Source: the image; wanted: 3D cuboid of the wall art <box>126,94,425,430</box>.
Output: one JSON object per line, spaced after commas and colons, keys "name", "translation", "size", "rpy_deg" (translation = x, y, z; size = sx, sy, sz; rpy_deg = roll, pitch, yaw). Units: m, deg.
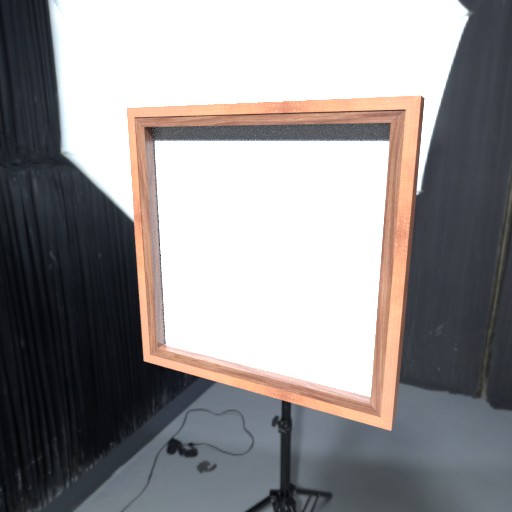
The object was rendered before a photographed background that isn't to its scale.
{"name": "wall art", "translation": [0.000, 0.000, 0.615], "size": [0.403, 0.403, 0.035], "rpy_deg": [7, 16, 26]}
